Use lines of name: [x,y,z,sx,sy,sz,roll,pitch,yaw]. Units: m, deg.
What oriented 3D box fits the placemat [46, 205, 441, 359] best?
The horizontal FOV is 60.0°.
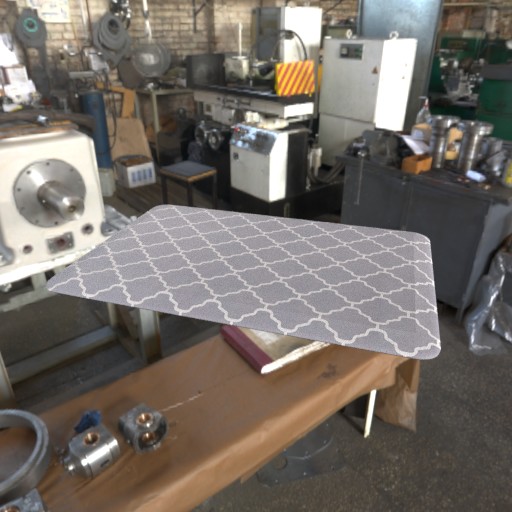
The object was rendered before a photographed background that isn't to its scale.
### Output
placemat: [0.000,0.000,1.002,0.762,0.021,0.508,8,28,15]
